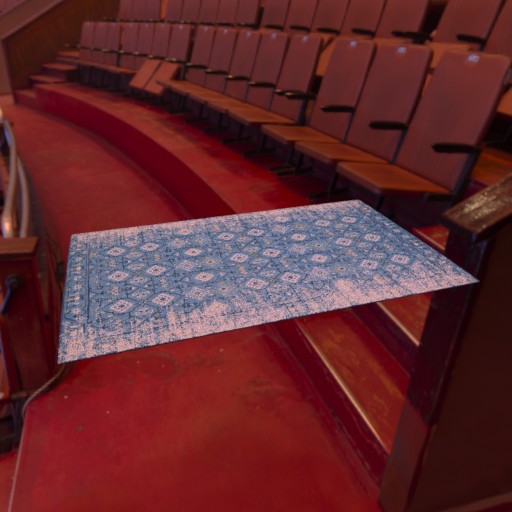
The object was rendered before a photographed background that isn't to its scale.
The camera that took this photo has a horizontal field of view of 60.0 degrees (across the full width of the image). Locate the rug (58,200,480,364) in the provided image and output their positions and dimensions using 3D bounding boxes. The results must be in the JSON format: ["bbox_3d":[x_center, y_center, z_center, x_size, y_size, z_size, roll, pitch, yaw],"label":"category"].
[{"bbox_3d":[0.000,0.000,2.223,1.795,0.008,1.102,-9,29,-16],"label":"rug"}]
